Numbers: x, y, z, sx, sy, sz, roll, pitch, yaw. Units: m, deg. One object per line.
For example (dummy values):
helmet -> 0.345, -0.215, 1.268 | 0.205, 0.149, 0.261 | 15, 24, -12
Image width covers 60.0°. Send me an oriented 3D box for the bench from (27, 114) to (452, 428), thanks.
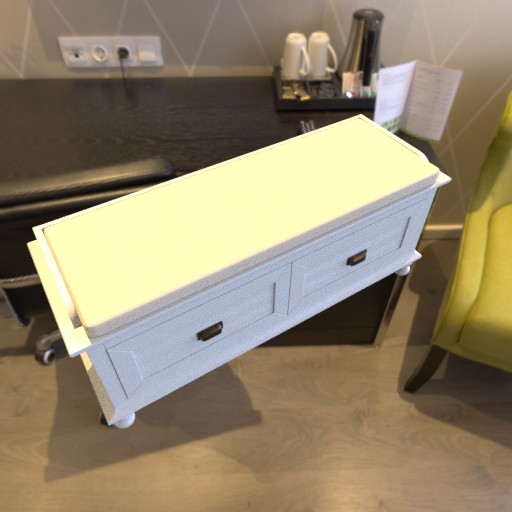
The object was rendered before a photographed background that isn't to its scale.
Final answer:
bench -> 0.000, 0.000, 1.417 | 1.185, 0.486, 0.402 | -24, 51, -22
